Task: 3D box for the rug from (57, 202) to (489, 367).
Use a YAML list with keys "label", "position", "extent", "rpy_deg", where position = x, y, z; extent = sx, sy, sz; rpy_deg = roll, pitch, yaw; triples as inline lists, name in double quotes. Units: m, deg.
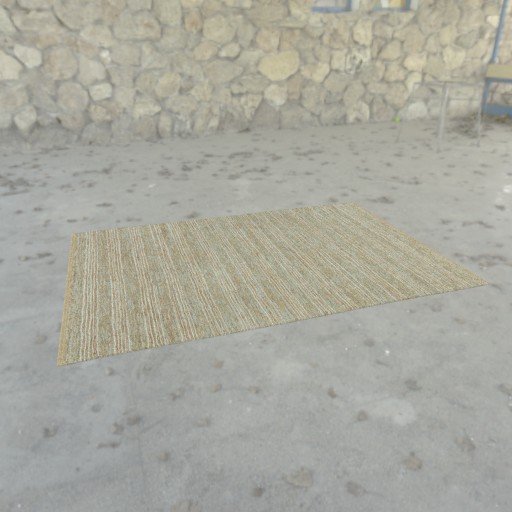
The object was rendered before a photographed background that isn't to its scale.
- label: "rug"
  position: [0.000, 0.000, 2.284]
  extent: [1.824, 0.010, 1.240]
  rpy_deg: [-8, 26, -17]
